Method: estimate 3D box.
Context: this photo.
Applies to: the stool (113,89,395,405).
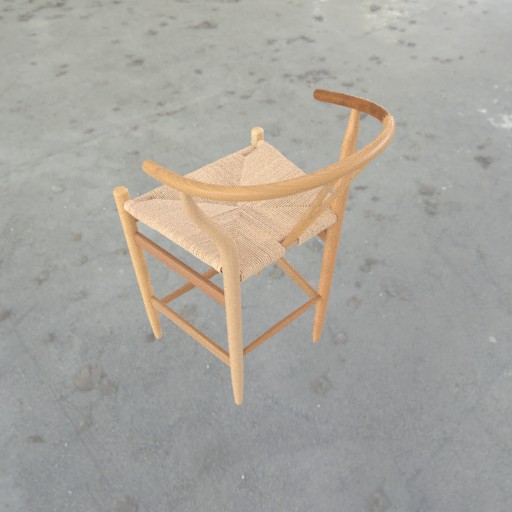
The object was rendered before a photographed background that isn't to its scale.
[{"bbox_3d":[0.000,0.000,1.276,0.536,0.923,0.575,-32,53,-28],"label":"stool"}]
